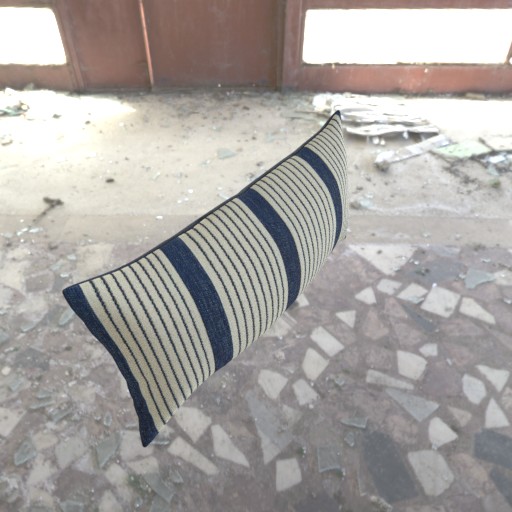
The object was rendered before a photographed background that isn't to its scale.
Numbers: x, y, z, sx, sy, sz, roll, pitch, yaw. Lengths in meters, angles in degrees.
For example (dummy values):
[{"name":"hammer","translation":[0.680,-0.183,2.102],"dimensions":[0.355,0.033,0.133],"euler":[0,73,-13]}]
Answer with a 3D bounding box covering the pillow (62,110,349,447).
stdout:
[{"name":"pillow","translation":[0.000,0.000,0.739],"dimensions":[0.156,0.292,0.608],"euler":[26,48,27]}]
